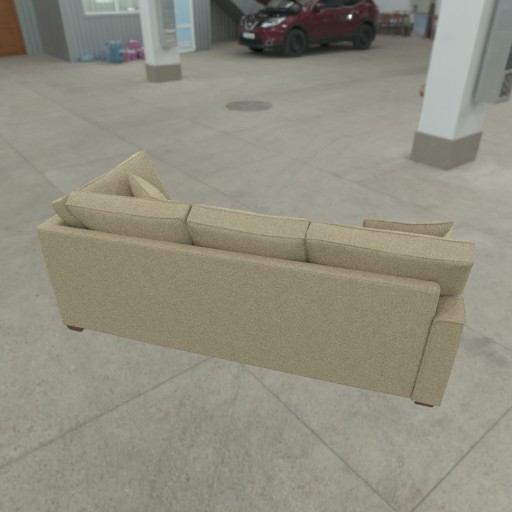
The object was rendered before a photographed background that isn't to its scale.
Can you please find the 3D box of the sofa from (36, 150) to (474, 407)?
[{"bbox_3d":[0.000,0.000,2.784,2.317,0.962,1.061,9,32,14],"label":"sofa"}]
